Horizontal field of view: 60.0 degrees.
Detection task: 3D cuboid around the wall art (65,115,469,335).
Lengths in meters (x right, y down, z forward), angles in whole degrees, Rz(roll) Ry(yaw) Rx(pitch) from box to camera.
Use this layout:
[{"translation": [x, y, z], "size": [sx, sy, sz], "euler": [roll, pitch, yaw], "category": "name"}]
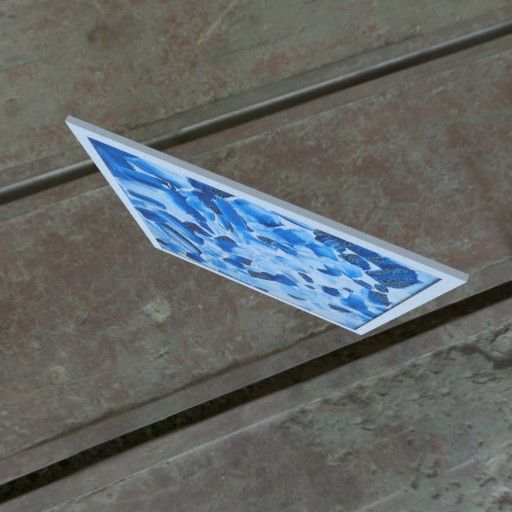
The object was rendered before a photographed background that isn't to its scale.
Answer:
[{"translation": [0.000, 0.000, 1.214], "size": [0.812, 0.812, 0.015], "euler": [23, 75, 7], "category": "wall art"}]
